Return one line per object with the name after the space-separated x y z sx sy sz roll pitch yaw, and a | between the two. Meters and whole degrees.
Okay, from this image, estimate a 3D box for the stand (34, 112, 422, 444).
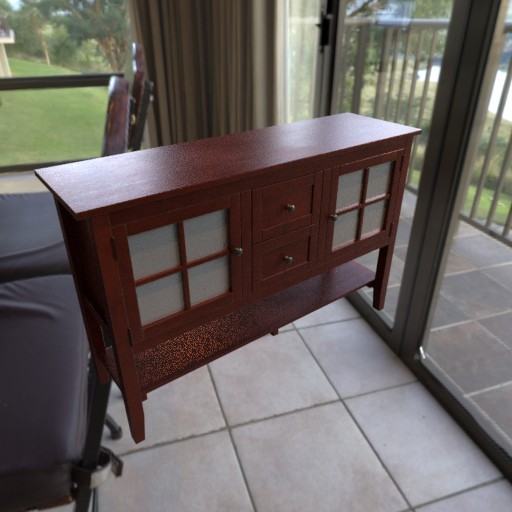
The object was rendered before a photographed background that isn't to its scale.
0.000 0.000 1.759 1.362 0.872 0.410 -20 35 -31 | stand
